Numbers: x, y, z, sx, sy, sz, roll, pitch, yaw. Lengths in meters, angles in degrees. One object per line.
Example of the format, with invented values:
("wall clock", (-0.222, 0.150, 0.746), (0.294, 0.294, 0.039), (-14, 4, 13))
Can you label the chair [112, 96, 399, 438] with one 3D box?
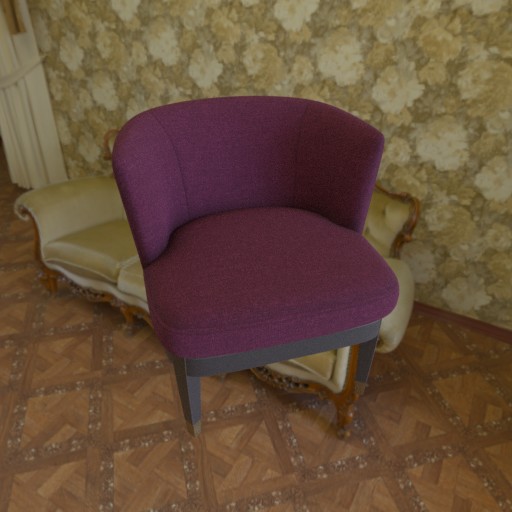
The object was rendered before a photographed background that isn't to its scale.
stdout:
("chair", (0.000, 0.000, 1.282), (0.700, 0.760, 0.660), (-9, 33, -14))
